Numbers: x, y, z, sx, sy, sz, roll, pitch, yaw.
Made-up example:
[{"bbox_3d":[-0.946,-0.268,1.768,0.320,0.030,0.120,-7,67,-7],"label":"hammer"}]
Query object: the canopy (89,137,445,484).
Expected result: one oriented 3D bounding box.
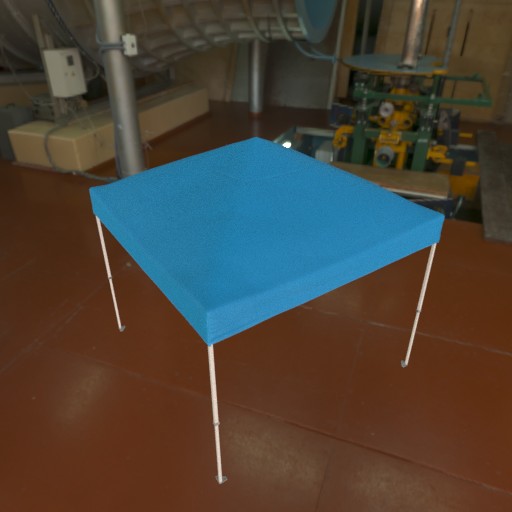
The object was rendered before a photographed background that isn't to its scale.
[{"bbox_3d":[0.000,0.000,5.547,2.998,2.997,2.996,-20,37,-29],"label":"canopy"}]
